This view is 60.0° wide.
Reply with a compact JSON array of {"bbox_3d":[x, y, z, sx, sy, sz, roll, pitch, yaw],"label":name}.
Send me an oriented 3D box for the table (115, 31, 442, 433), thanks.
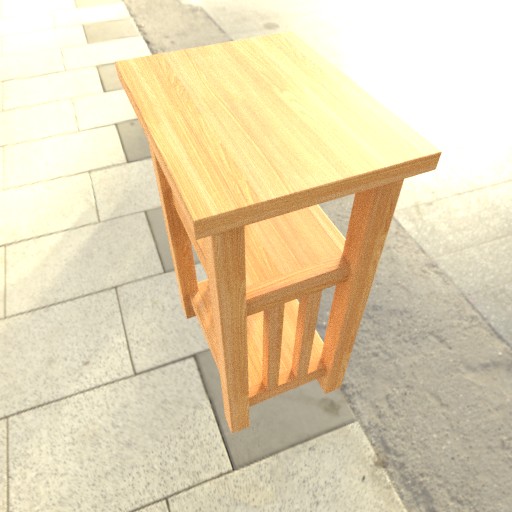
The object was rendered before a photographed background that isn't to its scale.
[{"bbox_3d":[0.000,0.000,0.733,0.270,0.550,0.350,-18,50,-16],"label":"table"}]
